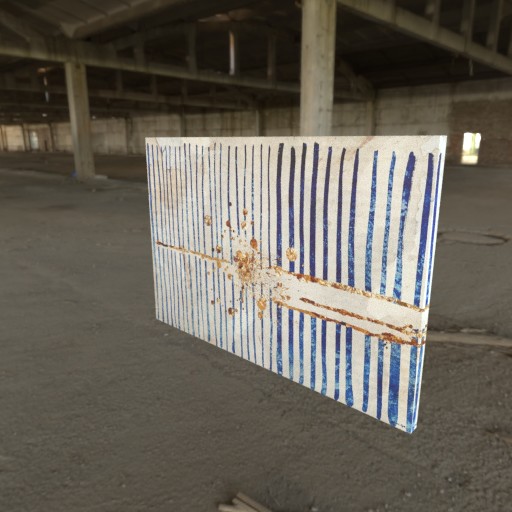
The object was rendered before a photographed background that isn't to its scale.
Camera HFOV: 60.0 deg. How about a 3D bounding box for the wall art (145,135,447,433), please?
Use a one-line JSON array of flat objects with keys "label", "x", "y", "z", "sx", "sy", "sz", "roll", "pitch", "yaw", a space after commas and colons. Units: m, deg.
[{"label": "wall art", "x": 0.000, "y": 0.000, "z": 1.459, "sx": 1.143, "sy": 0.757, "sz": 0.038, "roll": 13, "pitch": 20, "yaw": 41}]
